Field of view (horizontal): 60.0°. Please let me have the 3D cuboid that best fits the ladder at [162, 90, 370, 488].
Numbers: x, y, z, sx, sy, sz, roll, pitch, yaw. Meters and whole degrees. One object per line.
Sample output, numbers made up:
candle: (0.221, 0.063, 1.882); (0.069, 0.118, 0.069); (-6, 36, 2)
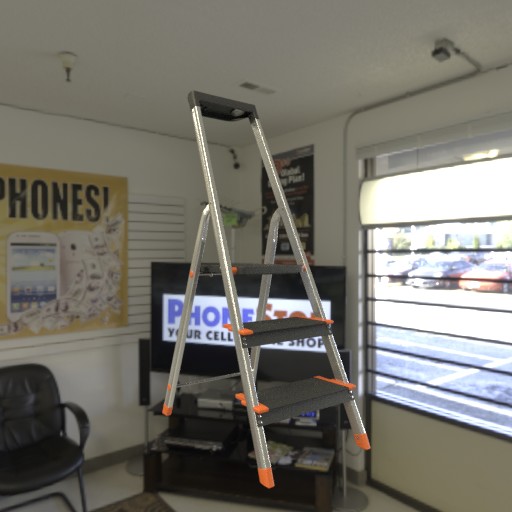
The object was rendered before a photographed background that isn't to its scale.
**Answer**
ladder: (0.000, 0.000, 1.569); (0.416, 1.229, 0.686); (0, 1, -36)
